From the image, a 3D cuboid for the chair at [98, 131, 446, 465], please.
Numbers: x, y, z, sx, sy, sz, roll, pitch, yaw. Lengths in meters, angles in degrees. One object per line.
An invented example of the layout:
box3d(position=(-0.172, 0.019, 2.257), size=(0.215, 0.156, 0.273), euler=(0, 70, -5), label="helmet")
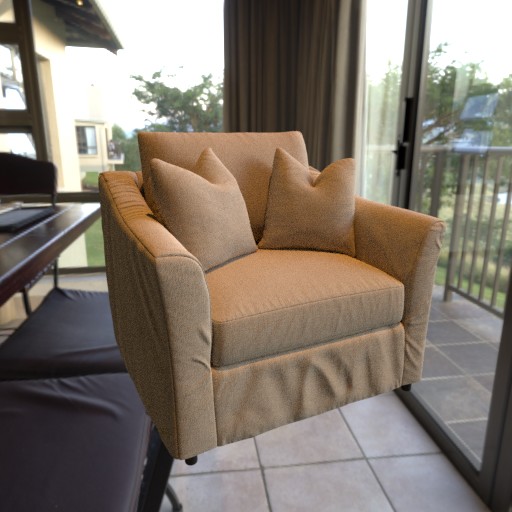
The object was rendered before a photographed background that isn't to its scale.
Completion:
box3d(position=(0.000, 0.000, 2.007), size=(1.194, 1.093, 1.071), euler=(-8, 17, -26), label="chair")
